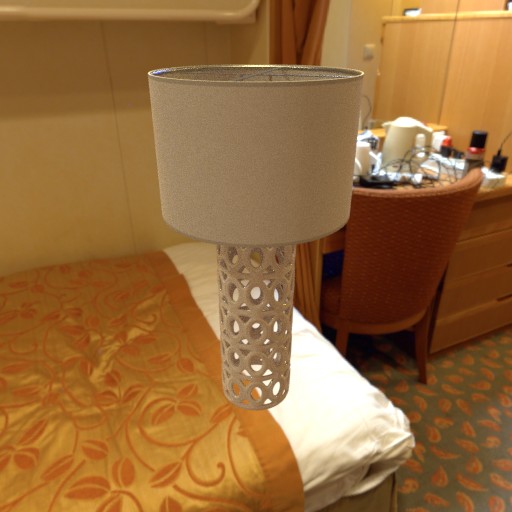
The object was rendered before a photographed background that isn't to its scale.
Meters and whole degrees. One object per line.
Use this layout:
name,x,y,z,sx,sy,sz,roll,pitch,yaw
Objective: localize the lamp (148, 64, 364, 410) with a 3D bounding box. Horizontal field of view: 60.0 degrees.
lamp,0.000,0.000,0.825,0.325,0.636,0.324,8,28,15
